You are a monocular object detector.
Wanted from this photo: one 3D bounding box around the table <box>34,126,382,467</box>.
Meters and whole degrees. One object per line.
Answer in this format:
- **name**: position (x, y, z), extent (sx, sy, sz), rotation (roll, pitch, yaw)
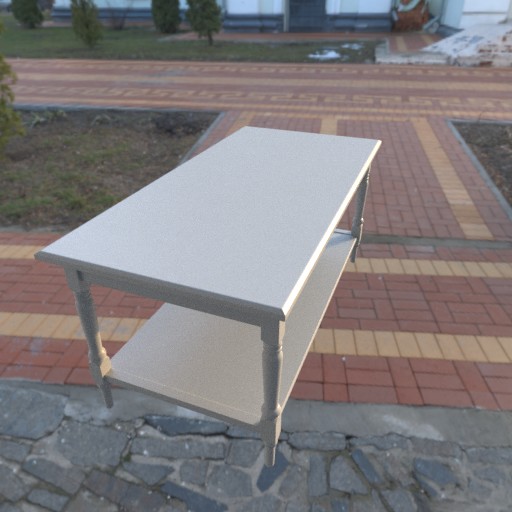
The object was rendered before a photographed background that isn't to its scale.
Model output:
- **table**: position (0.000, 0.000, 1.400), extent (0.551, 0.506, 1.109), rotation (12, 32, 19)
